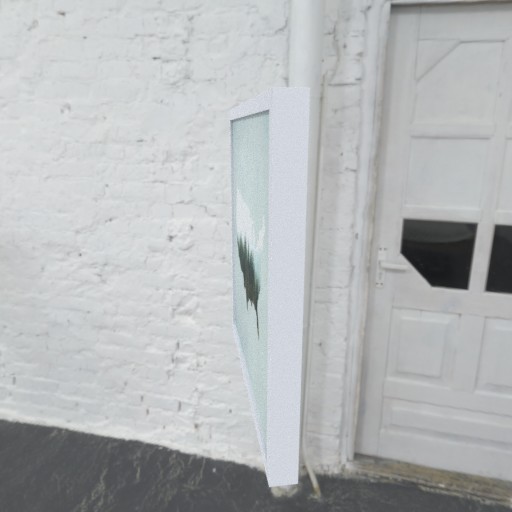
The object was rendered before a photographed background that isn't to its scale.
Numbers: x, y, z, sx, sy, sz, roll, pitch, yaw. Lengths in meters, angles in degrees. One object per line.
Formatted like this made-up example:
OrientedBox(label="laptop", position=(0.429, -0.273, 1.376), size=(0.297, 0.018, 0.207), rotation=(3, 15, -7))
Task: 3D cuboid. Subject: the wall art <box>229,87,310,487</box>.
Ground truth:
OrientedBox(label="wall art", position=(0.000, 0.000, 0.778), size=(0.040, 0.509, 0.509), rotation=(-2, 16, -8))
